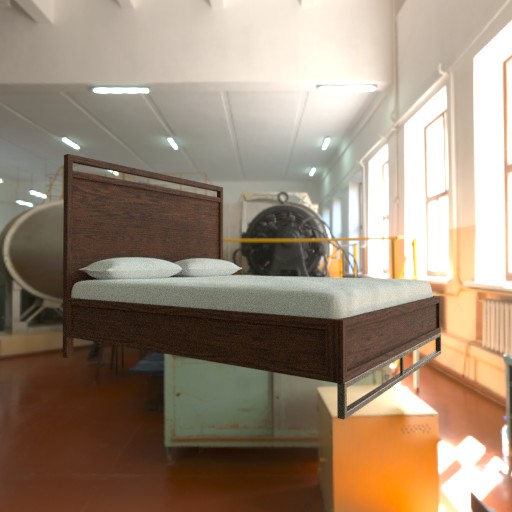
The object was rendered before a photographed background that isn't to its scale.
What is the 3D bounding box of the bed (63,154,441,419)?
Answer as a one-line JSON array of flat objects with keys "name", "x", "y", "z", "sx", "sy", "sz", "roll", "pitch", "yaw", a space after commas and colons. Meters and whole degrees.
[{"name": "bed", "x": 0.000, "y": 0.000, "z": 3.322, "sx": 2.218, "sy": 1.487, "sz": 1.765, "roll": -1, "pitch": -1, "yaw": 36}]
